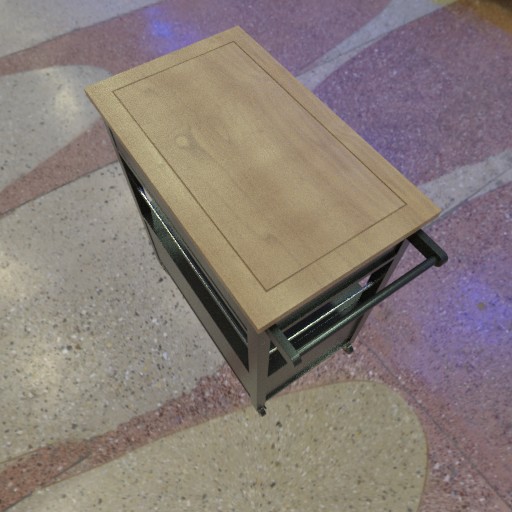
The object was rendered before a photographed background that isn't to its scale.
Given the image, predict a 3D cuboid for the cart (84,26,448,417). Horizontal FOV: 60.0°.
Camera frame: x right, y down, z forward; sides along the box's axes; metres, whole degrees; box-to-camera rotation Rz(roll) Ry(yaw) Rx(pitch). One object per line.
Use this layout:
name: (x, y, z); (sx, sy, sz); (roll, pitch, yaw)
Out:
cart: (0.000, 0.000, 1.373); (0.459, 0.901, 0.840); (-31, 64, -17)
